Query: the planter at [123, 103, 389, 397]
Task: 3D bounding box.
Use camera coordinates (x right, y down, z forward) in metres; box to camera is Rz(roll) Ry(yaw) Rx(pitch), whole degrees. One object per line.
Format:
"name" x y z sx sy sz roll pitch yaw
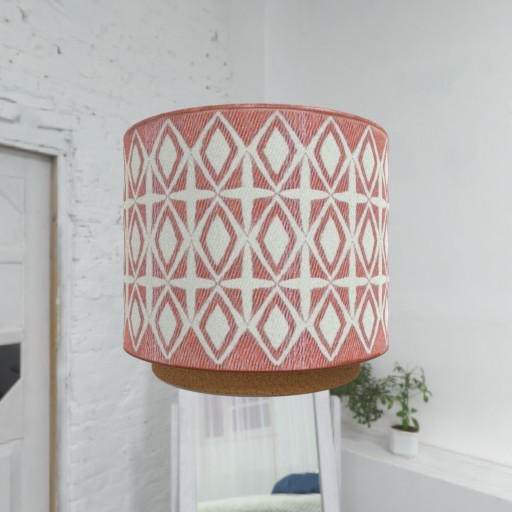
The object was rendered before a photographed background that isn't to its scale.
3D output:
"planter" 0.000 0.000 0.476 0.273 0.237 0.273 0 0 0
